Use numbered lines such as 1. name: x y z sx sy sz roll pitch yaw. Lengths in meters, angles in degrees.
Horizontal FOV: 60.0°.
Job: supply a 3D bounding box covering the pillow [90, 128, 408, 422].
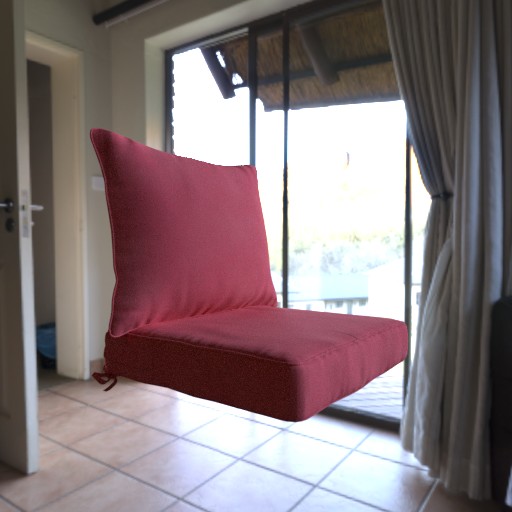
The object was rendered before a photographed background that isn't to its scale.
1. pillow: 0.000 0.000 1.360 0.733 0.725 0.798 1 1 37
